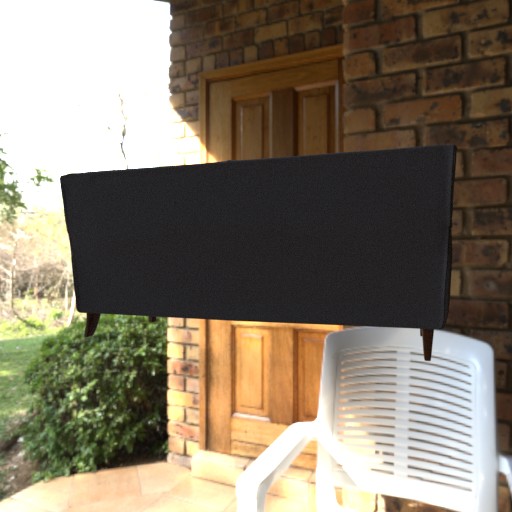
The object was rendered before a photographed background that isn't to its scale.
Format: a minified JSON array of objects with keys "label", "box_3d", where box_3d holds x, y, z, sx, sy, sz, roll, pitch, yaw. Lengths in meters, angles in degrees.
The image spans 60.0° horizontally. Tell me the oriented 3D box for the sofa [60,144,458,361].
[{"label":"sofa","box_3d":[0.000,0.000,2.485,2.002,0.907,0.843,0,-1,19]}]
